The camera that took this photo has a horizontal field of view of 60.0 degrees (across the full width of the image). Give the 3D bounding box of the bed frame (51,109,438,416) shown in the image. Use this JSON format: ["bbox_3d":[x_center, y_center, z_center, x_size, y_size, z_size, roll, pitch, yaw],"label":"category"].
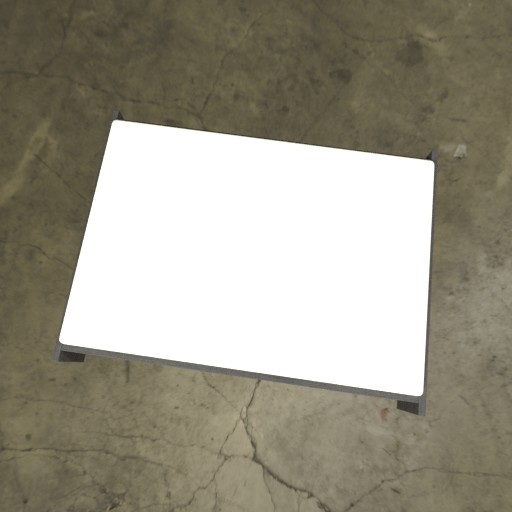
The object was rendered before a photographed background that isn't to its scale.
[{"bbox_3d":[0.000,0.000,2.602,1.950,0.432,1.490,8,76,2],"label":"bed frame"}]
